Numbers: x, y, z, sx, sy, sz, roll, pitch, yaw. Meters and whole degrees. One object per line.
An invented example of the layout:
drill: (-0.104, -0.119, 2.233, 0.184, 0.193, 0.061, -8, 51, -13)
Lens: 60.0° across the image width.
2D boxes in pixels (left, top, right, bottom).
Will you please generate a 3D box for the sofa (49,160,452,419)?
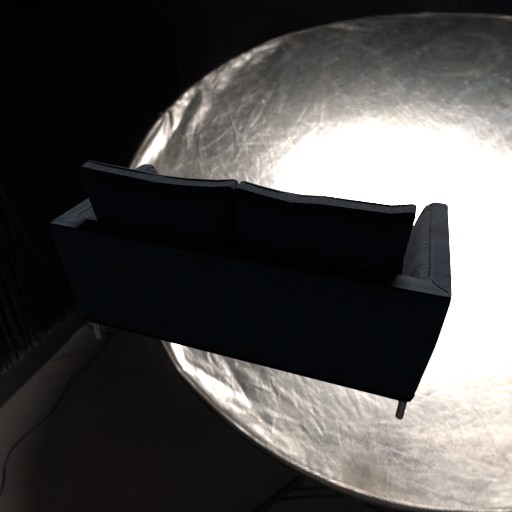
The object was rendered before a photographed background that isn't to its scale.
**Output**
sofa: (0.000, 0.000, 2.277, 1.770, 1.002, 0.853, 10, 33, 16)
